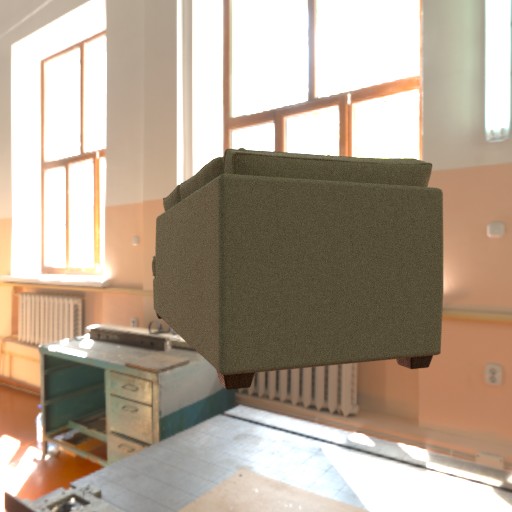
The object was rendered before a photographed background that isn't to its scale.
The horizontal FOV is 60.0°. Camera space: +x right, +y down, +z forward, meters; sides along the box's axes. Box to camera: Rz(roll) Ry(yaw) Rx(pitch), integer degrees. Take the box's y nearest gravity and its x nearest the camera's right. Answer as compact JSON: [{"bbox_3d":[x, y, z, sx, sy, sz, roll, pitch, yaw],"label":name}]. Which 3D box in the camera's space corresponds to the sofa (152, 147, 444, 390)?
[{"bbox_3d":[0.000,0.000,2.891,1.110,1.033,2.237,0,0,-20],"label":"sofa"}]
